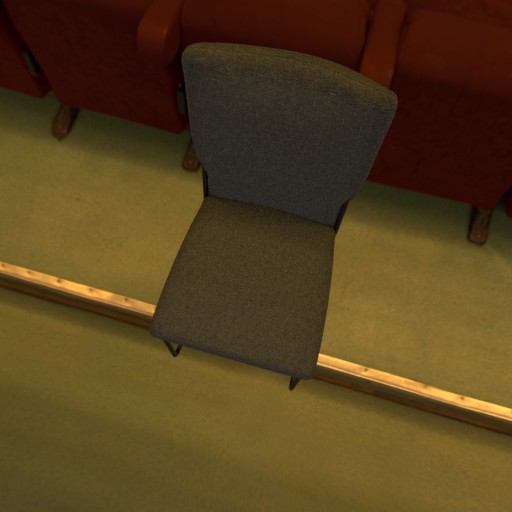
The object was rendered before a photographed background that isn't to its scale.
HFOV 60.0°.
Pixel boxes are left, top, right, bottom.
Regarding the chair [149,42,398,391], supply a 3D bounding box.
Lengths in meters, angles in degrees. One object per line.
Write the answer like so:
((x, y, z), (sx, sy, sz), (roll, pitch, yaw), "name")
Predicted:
((0.000, 0.000, 1.248), (0.480, 0.931, 0.635), (15, 74, 4), "chair")
